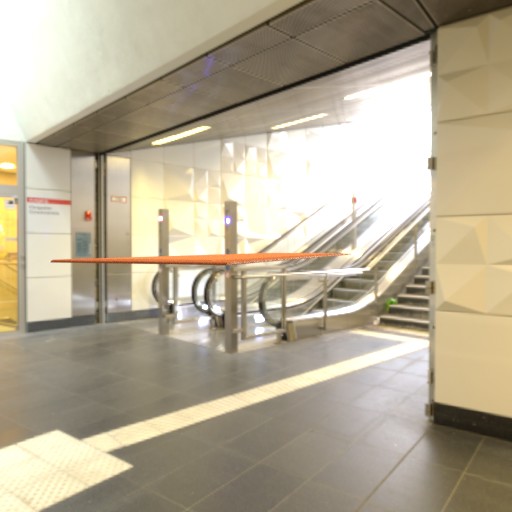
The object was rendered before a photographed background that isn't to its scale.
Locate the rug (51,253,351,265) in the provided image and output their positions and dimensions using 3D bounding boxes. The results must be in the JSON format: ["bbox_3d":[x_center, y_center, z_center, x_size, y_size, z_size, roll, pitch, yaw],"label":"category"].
[{"bbox_3d":[0.000,0.000,2.686,0.914,0.013,2.471,0,1,18],"label":"rug"}]
